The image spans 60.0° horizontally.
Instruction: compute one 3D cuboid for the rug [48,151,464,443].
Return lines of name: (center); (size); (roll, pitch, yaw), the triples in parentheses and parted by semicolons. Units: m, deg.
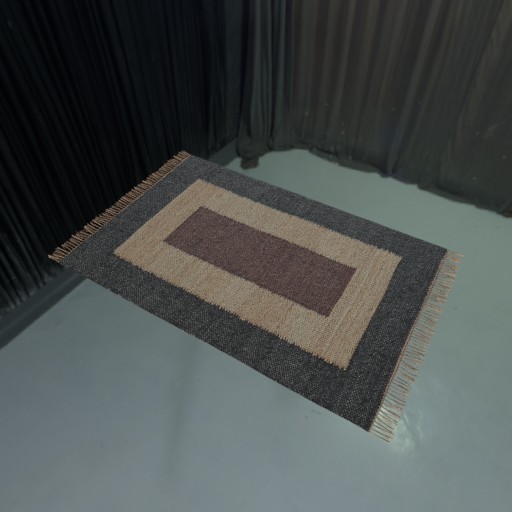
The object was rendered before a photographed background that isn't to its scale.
rug: (0.000, 0.000, 2.494); (2.021, 0.027, 1.224); (24, 51, 21)
